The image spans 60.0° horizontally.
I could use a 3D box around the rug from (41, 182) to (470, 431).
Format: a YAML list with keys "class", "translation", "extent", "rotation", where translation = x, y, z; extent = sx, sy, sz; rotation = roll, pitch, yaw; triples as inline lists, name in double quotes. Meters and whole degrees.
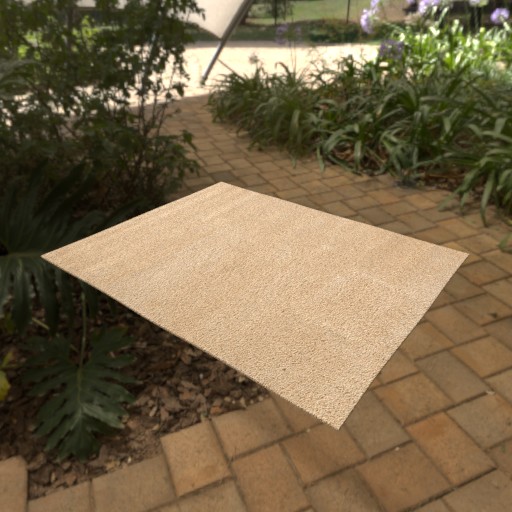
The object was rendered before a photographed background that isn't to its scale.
- class: "rug"
  translation: [0.000, 0.000, 3.972]
  extent: [3.000, 0.025, 2.400]
  rotation: [21, 36, 32]
